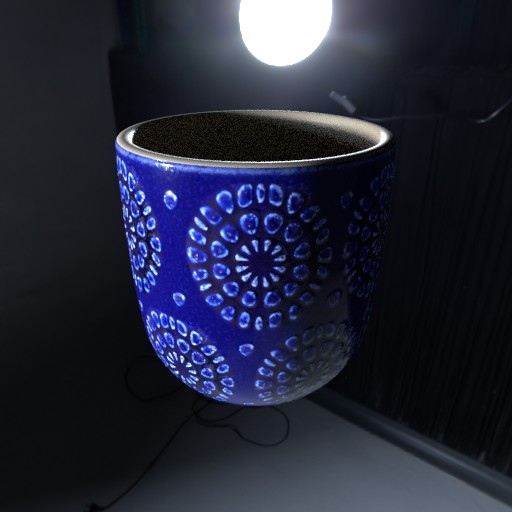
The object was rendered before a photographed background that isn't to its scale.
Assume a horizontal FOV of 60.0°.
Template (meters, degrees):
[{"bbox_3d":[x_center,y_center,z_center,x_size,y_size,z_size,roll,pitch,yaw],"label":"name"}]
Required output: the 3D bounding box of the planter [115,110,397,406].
[{"bbox_3d":[0.000,0.000,0.201,0.109,0.112,0.109,0,26,0],"label":"planter"}]
